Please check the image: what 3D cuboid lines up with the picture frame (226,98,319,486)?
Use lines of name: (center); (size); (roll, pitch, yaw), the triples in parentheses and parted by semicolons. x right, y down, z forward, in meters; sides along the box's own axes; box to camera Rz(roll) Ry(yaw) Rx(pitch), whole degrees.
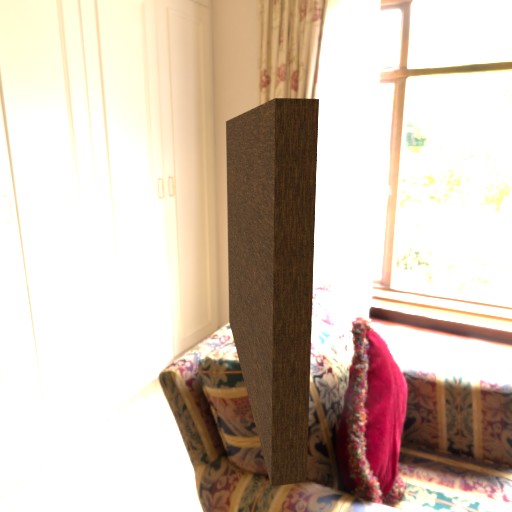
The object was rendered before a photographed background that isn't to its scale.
picture frame: (0.000, 0.000, 0.541); (0.033, 0.330, 0.378); (-2, 15, -9)
